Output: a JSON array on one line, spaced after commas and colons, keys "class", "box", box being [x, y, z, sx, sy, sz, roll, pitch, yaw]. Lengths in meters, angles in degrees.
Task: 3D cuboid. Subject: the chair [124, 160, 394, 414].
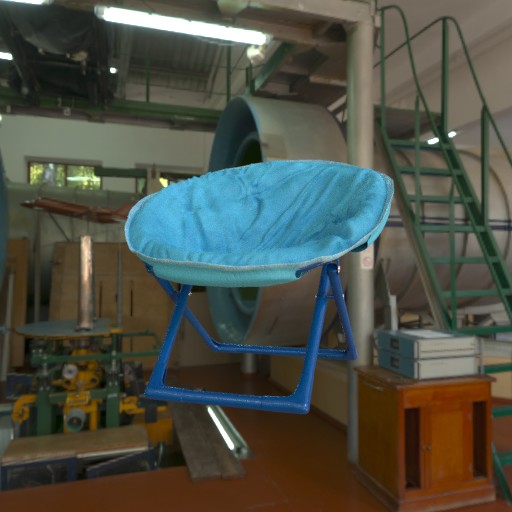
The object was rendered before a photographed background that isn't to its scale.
[{"class": "chair", "box": [0.000, 0.000, 0.875, 0.520, 0.478, 0.465, 0, -1, 17]}]
